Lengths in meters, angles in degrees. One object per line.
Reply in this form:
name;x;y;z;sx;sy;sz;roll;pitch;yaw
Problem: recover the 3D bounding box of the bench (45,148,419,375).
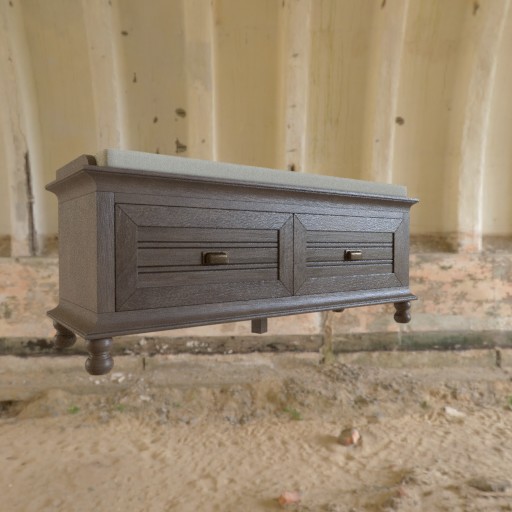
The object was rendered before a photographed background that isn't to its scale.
bench;0.000;0.000;1.442;1.185;0.501;0.402;-1;2;-36
